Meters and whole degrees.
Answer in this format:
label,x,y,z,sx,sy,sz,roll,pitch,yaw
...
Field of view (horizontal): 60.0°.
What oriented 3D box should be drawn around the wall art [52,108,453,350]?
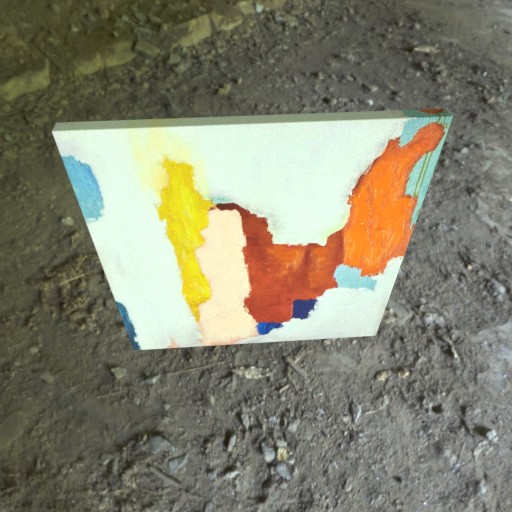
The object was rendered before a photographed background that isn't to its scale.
label,x,y,z,sx,sy,sz,roll,pitch,yaw
wall art,0.000,0.000,1.502,1.017,1.017,0.044,-3,47,-3
